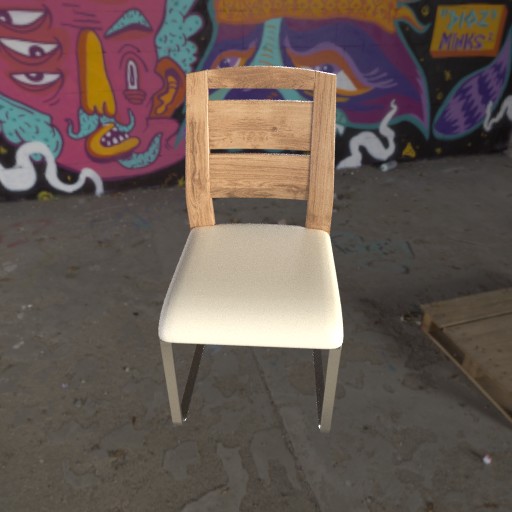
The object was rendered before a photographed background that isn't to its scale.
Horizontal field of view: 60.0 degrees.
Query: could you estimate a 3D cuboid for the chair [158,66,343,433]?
[{"bbox_3d":[0.000,0.000,1.274,0.457,0.955,0.561,2,30,3],"label":"chair"}]
